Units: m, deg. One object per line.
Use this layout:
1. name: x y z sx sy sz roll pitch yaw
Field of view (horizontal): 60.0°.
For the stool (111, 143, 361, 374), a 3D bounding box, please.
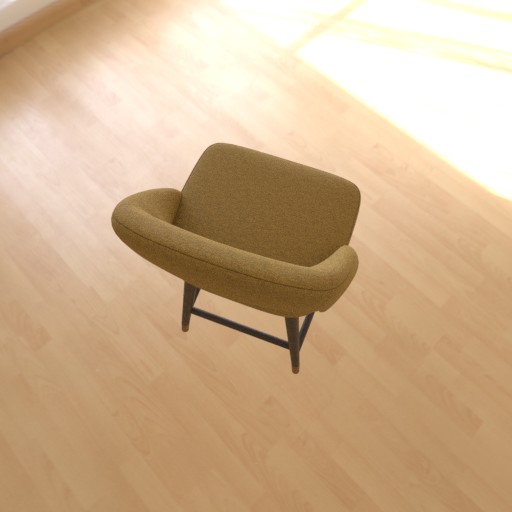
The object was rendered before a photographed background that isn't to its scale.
1. stool: 0.000 0.000 1.280 0.536 0.939 0.522 19 66 9
